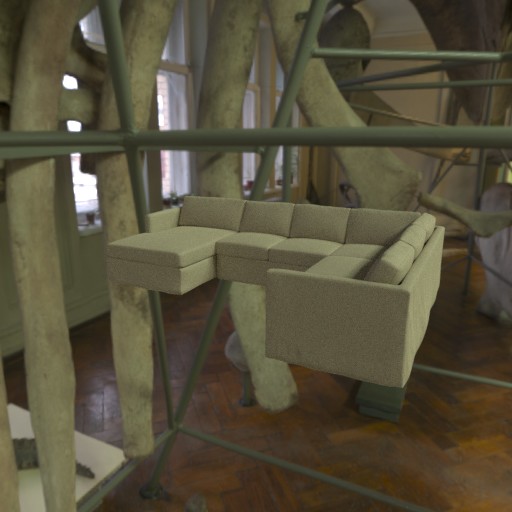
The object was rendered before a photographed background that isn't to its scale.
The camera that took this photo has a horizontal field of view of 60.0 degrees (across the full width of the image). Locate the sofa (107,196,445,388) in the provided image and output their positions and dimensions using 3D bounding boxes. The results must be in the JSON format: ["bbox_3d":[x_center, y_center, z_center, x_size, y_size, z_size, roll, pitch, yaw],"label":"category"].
[{"bbox_3d":[0.000,0.000,4.671,3.528,0.878,2.476,7,17,26],"label":"sofa"}]
